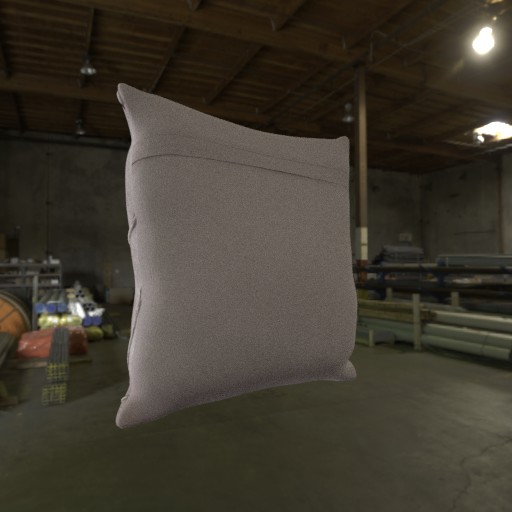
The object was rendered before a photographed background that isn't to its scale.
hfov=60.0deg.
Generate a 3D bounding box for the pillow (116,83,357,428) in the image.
[{"bbox_3d":[0.000,0.000,0.682,0.439,0.440,0.185,1,-1,-38],"label":"pillow"}]
